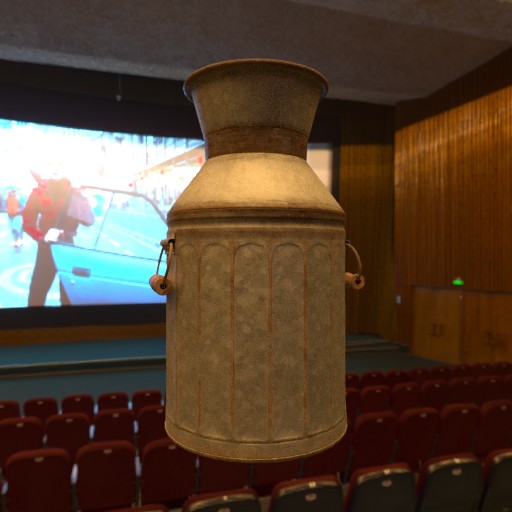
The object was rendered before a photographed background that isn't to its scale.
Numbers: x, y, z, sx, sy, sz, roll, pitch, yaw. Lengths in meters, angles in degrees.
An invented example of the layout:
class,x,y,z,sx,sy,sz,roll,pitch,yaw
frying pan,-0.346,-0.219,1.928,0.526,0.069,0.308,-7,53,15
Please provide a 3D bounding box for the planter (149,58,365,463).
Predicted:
class,x,y,z,sx,sy,sz,roll,pitch,yaw
planter,0.000,0.000,0.527,0.245,0.396,0.214,0,1,-17
